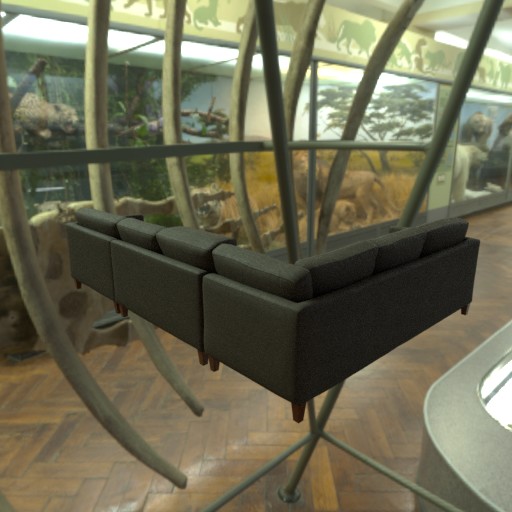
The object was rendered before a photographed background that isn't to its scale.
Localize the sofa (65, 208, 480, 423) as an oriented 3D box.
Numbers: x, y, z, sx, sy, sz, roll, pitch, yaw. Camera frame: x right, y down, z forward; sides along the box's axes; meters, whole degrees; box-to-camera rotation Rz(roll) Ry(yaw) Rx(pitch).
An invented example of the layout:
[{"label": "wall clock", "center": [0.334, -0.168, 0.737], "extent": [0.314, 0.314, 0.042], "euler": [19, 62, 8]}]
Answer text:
[{"label": "sofa", "center": [0.000, 0.000, 4.563], "extent": [2.594, 0.961, 3.460], "euler": [-14, 21, -41]}]
